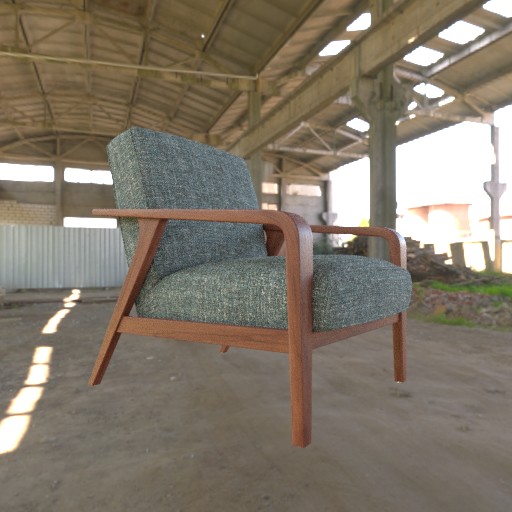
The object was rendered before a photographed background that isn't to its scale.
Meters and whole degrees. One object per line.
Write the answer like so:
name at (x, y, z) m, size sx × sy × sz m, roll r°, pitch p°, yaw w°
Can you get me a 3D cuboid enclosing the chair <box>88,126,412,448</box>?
chair at (0.000, 0.000, 1.489) m, size 0.889 × 0.864 × 0.719 m, roll 0°, pitch -1°, yaw 37°
